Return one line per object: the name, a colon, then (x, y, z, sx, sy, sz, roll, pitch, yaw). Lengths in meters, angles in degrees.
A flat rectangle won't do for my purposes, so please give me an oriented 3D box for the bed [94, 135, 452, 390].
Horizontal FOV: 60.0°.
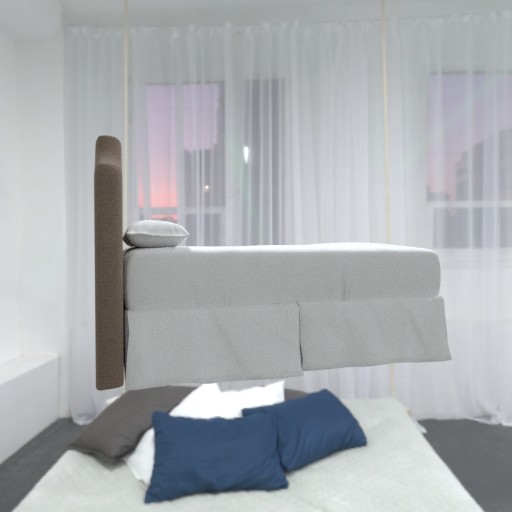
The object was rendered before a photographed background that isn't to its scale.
bed: (0.000, 0.000, 3.188, 2.116, 1.290, 1.693, 0, 2, -18)
